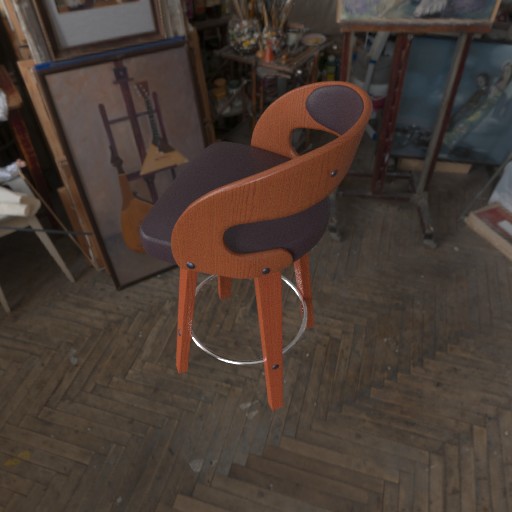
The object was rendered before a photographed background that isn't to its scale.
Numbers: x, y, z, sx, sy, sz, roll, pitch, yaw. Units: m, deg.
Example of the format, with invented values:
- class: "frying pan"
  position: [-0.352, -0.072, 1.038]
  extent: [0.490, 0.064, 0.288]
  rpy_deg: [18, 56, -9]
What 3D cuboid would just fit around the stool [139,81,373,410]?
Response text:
- class: "stool"
  position: [0.000, 0.000, 1.217]
  extent: [0.457, 0.940, 0.457]
  rpy_deg: [17, 49, 15]
